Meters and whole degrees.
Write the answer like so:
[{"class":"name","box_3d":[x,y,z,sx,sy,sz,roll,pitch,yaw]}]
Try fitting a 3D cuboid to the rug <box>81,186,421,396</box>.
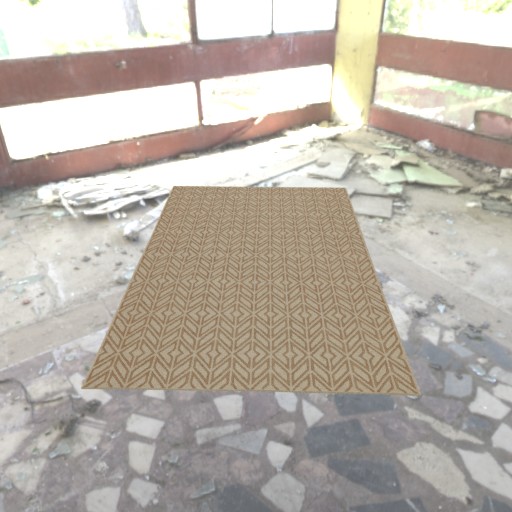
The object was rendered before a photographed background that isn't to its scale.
[{"class":"rug","box_3d":[0.000,0.000,2.359,1.220,0.007,1.828,1,32,1]}]
